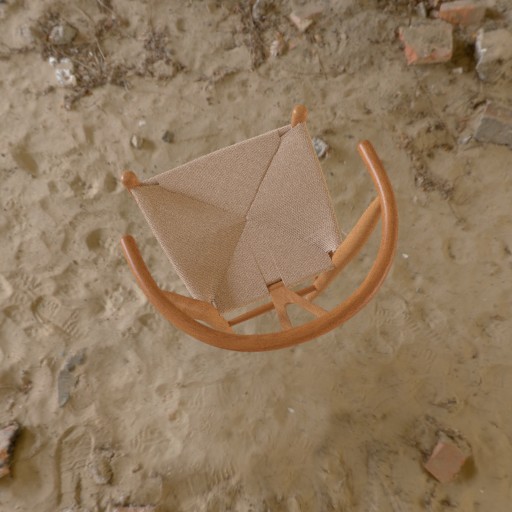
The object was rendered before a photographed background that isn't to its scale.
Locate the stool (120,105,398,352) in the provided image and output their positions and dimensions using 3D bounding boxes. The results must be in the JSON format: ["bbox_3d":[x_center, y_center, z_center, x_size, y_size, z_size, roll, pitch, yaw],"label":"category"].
[{"bbox_3d":[0.000,0.000,1.336,0.569,0.970,0.579,-22,78,-5],"label":"stool"}]
